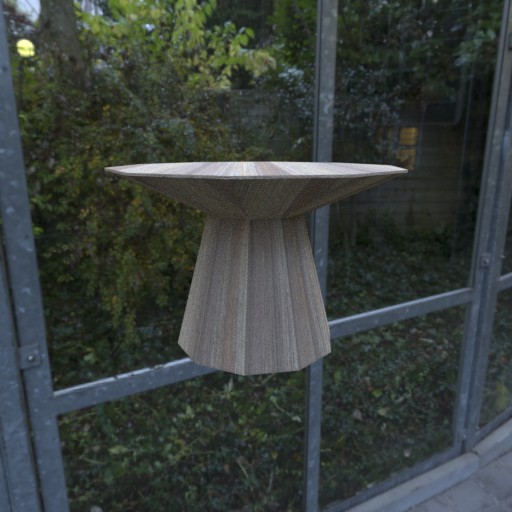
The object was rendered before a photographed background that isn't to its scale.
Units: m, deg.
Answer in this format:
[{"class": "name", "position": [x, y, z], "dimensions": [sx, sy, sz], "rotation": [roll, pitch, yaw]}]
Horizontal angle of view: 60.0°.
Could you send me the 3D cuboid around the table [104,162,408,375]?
[{"class": "table", "position": [0.000, 0.000, 1.901], "dimensions": [1.186, 0.752, 1.186], "rotation": [0, 14, 0]}]
